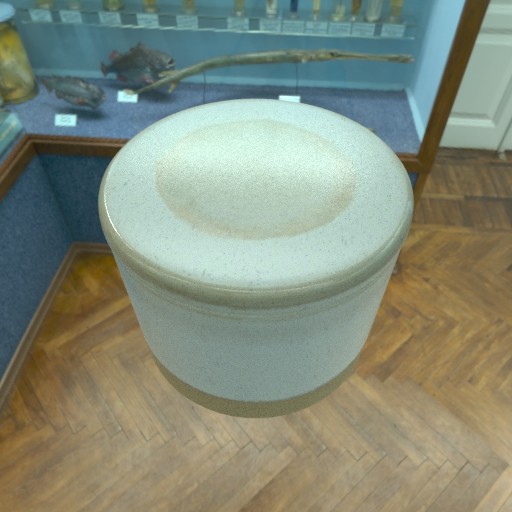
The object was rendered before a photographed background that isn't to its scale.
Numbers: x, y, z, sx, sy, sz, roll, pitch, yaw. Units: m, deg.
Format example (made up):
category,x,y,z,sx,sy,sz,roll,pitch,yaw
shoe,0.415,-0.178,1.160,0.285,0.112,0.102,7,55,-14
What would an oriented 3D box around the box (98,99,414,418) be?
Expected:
category,x,y,z,sx,sy,sz,roll,pitch,yaw
box,0.000,0.000,0.263,0.154,0.123,0.154,0,47,0
